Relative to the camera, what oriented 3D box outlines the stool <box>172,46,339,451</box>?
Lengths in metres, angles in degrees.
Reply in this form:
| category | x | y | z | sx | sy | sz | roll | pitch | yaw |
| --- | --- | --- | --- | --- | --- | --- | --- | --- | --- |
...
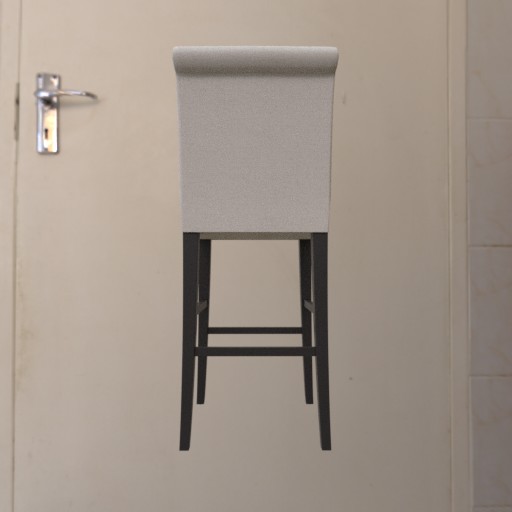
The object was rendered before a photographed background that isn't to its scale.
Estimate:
| category | x | y | z | sx | sy | sz | roll | pitch | yaw |
| --- | --- | --- | --- | --- | --- | --- | --- | --- | --- |
| stool | 0.000 | 0.000 | 1.454 | 0.452 | 1.124 | 0.597 | 0 | -1 | 0 |
